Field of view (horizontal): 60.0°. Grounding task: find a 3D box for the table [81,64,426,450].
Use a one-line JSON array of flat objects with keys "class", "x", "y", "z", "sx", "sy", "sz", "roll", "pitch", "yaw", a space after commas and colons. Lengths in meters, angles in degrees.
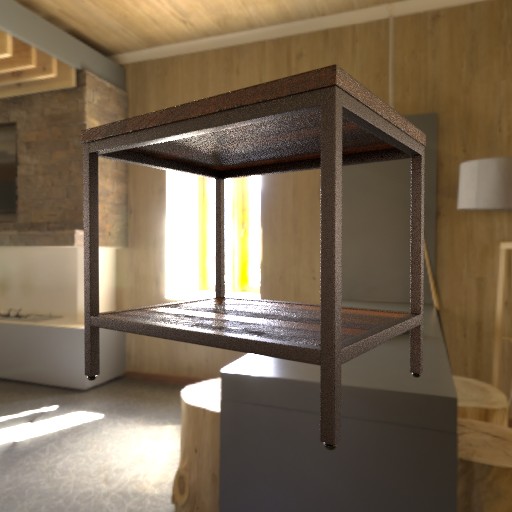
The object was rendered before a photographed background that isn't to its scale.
[{"class": "table", "x": 0.000, "y": 0.000, "z": 1.104, "sx": 0.678, "sy": 0.612, "sz": 0.524, "roll": 1, "pitch": 1, "yaw": 35}]
